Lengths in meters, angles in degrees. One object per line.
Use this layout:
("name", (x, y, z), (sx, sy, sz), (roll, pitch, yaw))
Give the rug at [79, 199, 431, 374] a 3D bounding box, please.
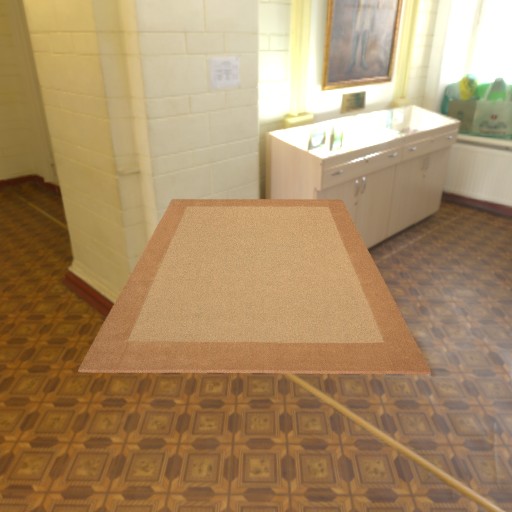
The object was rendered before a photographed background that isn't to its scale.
("rug", (0.000, 0.000, 2.349), (1.219, 0.014, 1.829), (0, 26, 0))
